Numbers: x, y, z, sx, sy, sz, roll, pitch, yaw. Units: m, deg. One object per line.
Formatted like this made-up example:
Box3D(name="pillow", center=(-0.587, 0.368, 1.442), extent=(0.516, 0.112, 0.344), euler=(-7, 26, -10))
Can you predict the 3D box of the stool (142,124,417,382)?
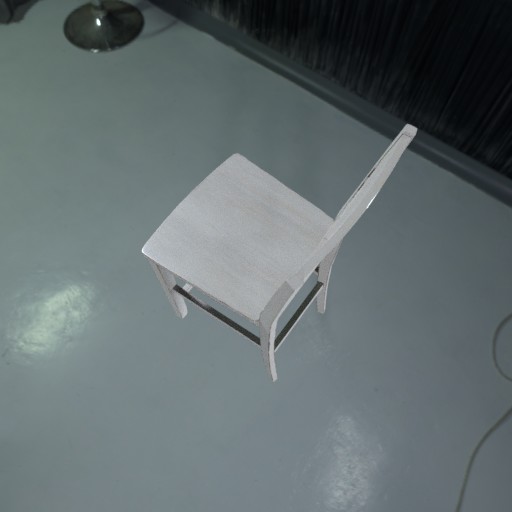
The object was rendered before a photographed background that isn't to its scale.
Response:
Box3D(name="stool", center=(0.000, 0.000, 1.402), extent=(0.539, 1.079, 0.462), euler=(34, 68, 16))
